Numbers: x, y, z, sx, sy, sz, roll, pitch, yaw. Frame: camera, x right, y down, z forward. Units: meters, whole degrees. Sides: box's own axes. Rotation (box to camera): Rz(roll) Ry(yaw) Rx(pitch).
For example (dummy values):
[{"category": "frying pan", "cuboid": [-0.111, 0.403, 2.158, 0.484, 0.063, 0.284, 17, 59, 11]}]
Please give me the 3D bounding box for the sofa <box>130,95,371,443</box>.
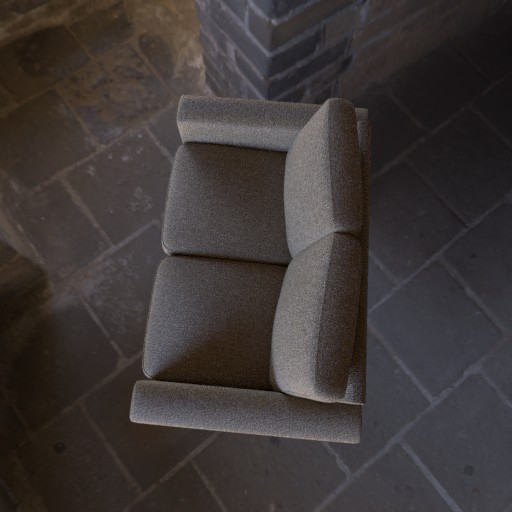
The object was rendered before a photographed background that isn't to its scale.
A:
[{"category": "sofa", "cuboid": [0.000, 0.000, 2.187, 1.016, 0.873, 1.616, 5, 74, 1]}]
